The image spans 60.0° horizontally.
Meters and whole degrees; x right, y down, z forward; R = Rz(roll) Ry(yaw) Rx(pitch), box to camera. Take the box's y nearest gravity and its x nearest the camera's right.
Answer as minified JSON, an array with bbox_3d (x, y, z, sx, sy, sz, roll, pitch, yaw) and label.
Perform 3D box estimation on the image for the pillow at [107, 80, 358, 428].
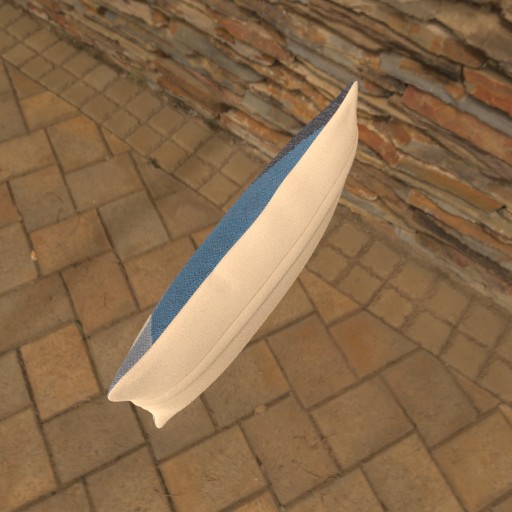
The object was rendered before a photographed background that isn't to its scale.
[{"bbox_3d":[0.000,0.000,0.735,0.148,0.307,0.604,31,67,14],"label":"pillow"}]
